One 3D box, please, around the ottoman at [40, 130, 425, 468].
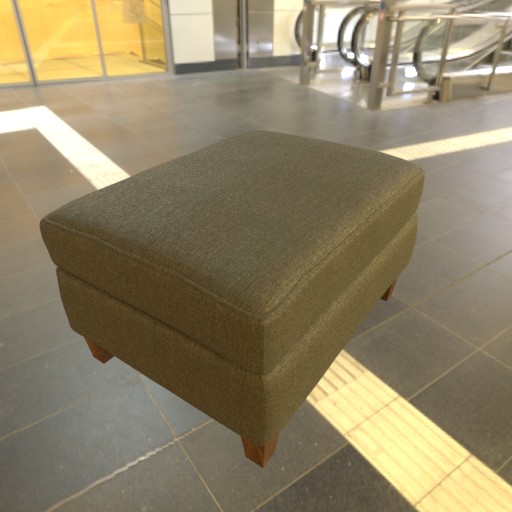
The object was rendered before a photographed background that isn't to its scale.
[{"bbox_3d":[0.000,0.000,1.196,0.639,0.496,0.826,21,37,29],"label":"ottoman"}]
